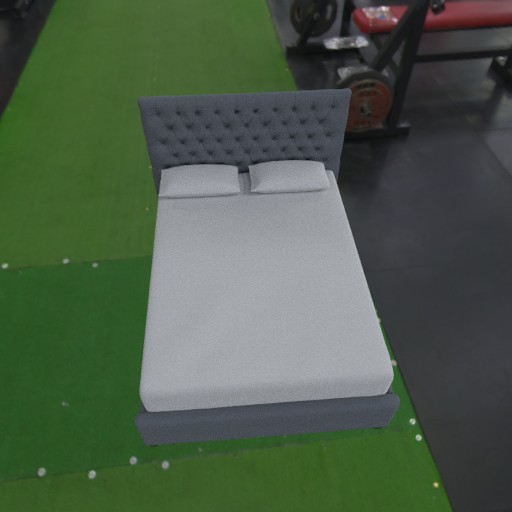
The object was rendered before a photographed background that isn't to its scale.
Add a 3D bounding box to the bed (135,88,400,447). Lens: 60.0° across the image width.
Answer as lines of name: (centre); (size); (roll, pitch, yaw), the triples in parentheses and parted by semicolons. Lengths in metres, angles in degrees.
bed: (0.000, 0.000, 3.300); (1.698, 1.427, 2.231); (-3, 49, -3)
